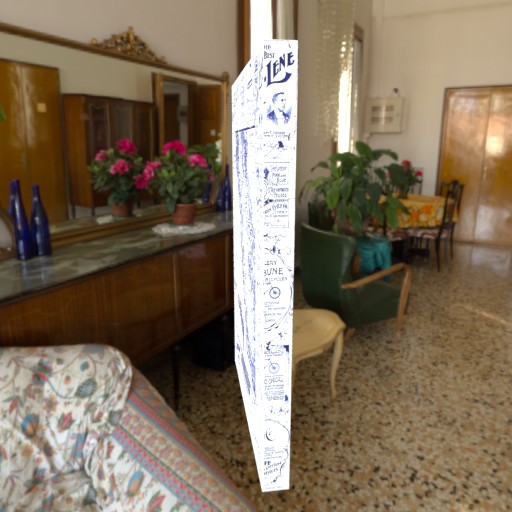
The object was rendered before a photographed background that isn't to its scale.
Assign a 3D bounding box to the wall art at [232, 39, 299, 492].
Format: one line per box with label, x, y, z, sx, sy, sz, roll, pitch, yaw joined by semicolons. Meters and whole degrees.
wall art;0.000;0.000;0.766;0.040;0.601;0.408;-2;14;-8
